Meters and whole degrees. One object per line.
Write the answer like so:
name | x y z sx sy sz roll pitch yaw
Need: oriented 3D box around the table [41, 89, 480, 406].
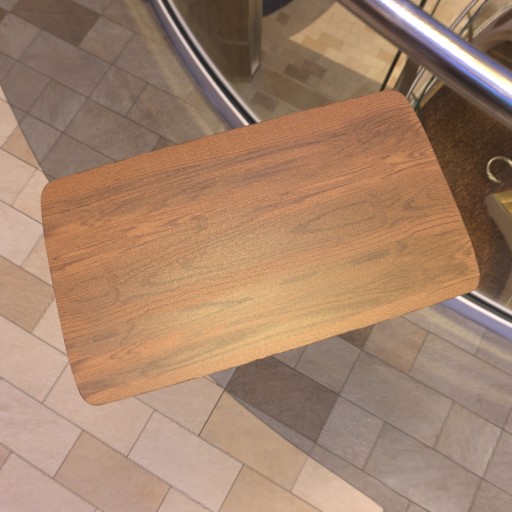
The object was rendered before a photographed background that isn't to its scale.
table | 0.000 0.000 2.154 1.643 0.765 0.949 -16 77 -4
